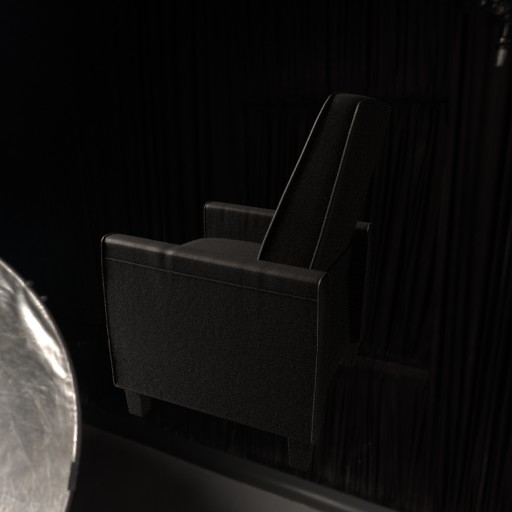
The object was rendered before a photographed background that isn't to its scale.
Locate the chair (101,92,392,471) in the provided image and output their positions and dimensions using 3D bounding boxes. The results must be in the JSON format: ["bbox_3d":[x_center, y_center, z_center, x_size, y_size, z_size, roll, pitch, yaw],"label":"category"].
[{"bbox_3d":[0.000,0.000,1.501,0.746,1.013,0.705,7,19,23],"label":"chair"}]
